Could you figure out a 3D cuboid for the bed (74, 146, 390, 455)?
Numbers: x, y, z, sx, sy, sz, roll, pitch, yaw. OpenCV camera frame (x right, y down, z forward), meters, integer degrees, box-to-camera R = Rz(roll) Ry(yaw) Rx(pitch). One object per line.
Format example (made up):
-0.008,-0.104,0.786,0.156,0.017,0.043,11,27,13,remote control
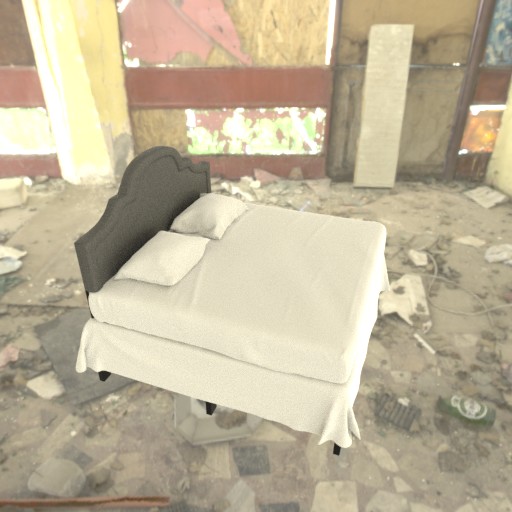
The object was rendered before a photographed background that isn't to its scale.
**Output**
0.000,0.000,3.758,2.222,1.631,2.303,11,32,18,bed
